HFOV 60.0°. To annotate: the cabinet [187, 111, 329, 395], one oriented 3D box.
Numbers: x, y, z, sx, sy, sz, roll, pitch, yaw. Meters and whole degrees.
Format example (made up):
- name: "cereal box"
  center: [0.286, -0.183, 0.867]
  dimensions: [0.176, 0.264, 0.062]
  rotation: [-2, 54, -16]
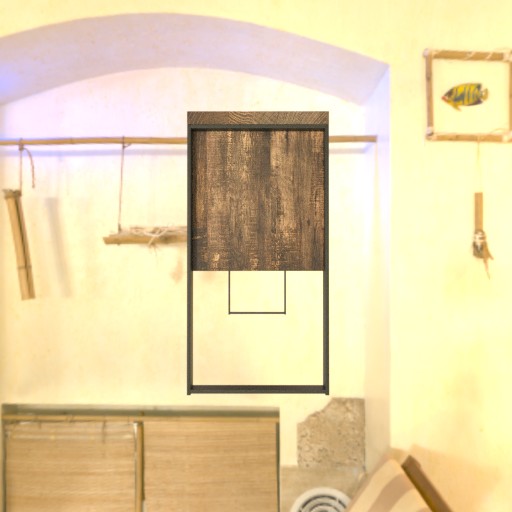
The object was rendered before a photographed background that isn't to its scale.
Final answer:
- name: "cabinet"
  center: [0.000, 0.000, 2.087]
  dimensions: [0.395, 0.762, 1.800]
  rotation: [0, -1, 0]
